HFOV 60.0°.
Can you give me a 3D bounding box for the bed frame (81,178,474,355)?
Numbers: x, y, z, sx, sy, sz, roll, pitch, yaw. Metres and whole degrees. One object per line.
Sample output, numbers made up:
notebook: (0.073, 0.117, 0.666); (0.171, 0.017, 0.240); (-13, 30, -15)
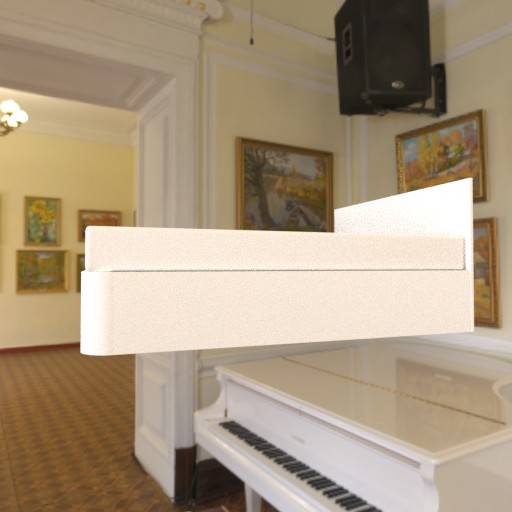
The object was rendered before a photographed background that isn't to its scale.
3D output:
bed frame: (0.000, 0.000, 2.644); (1.900, 0.800, 1.400); (0, -1, -20)
